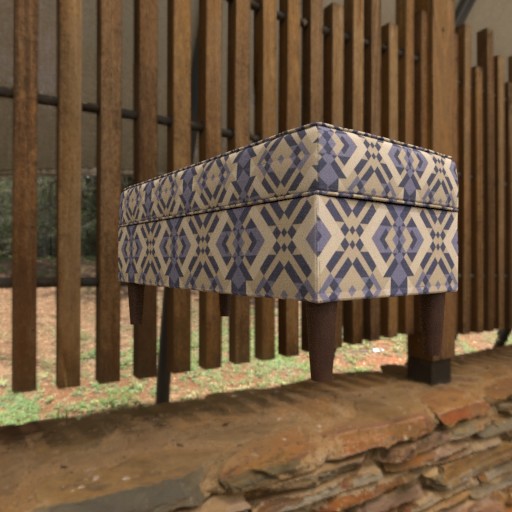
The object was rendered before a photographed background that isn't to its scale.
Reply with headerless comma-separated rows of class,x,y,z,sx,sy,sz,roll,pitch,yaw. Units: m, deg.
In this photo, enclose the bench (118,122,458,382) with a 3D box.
bench,0.000,0.000,1.321,0.492,0.477,1.016,0,-1,-37
